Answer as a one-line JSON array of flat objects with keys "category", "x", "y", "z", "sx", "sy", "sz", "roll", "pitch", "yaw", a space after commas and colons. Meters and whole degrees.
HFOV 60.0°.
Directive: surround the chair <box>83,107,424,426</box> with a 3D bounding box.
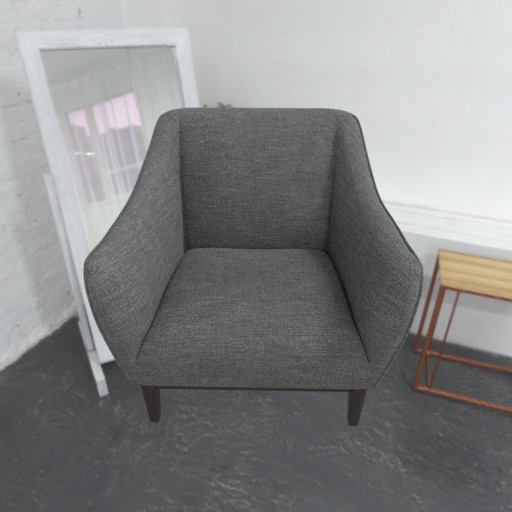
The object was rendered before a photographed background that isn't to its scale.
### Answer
[{"category": "chair", "x": 0.000, "y": 0.000, "z": 1.525, "sx": 0.870, "sy": 0.829, "sz": 0.851, "roll": 1, "pitch": 31, "yaw": 1}]
